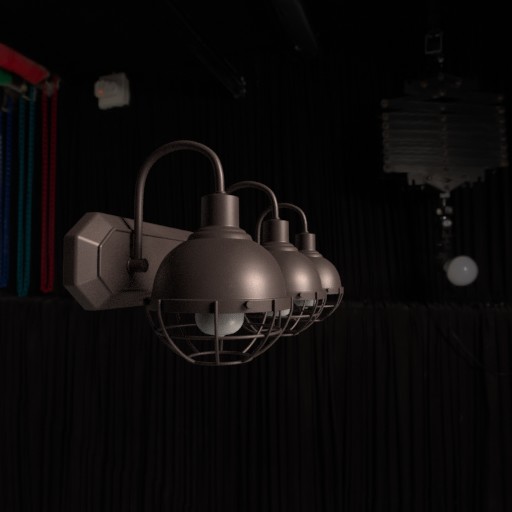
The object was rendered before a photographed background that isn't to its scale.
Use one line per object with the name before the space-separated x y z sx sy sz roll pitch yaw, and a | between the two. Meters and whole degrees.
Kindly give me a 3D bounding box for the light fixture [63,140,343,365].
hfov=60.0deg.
light fixture | 0.000 0.000 0.741 0.229 0.254 0.634 -1 -3 18
